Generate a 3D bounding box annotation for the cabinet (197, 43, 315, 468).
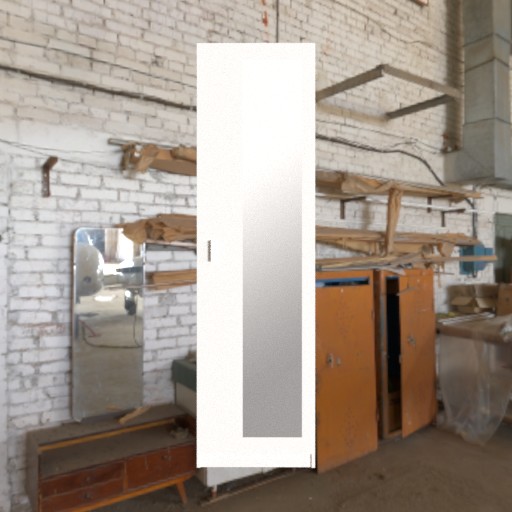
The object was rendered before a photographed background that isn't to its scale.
[{"bbox_3d":[0.000,0.000,1.961,0.500,1.790,0.230,0,0,0],"label":"cabinet"}]
